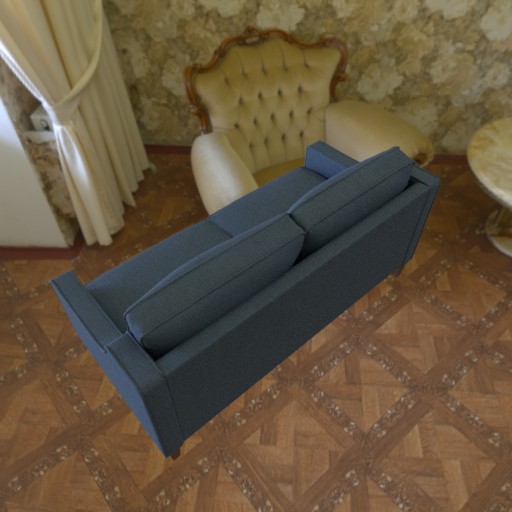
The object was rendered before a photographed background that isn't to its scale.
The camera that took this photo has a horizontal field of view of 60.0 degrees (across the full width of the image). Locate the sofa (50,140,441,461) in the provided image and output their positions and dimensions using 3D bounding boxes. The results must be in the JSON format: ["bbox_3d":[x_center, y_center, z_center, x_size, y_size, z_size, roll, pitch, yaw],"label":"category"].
[{"bbox_3d":[0.000,0.000,2.808,2.178,1.071,1.066,-32,54,-27],"label":"sofa"}]
